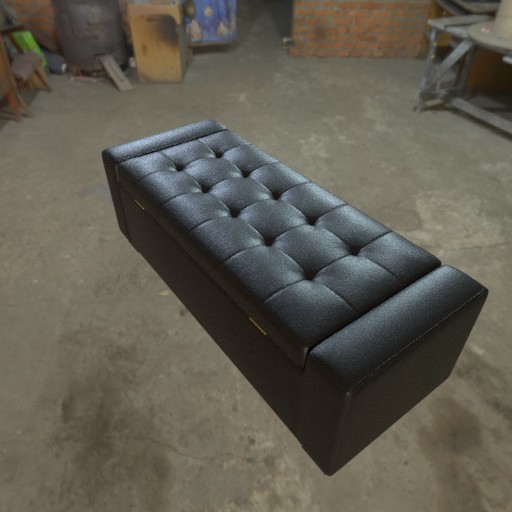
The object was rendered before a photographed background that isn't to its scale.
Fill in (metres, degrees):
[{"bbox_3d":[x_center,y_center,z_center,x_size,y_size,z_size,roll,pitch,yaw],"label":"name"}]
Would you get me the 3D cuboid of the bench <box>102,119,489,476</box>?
[{"bbox_3d":[0.000,0.000,1.512,0.508,0.445,1.296,-26,47,-27],"label":"bench"}]
